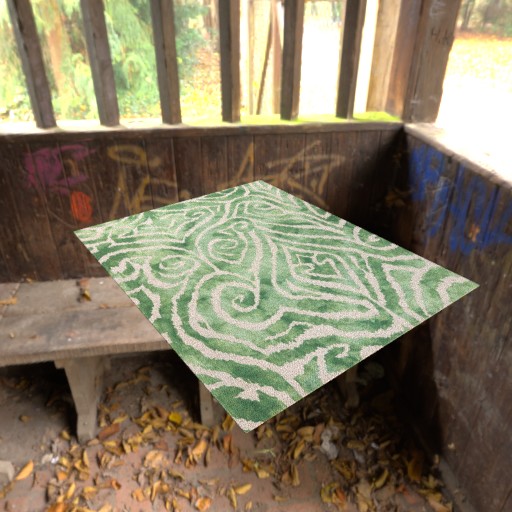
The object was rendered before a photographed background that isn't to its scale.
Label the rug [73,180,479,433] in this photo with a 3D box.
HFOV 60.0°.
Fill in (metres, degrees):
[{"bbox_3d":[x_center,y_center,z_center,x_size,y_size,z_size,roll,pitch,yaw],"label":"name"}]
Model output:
[{"bbox_3d":[0.000,0.000,4.160,2.436,0.007,3.045,-21,37,-31],"label":"rug"}]
